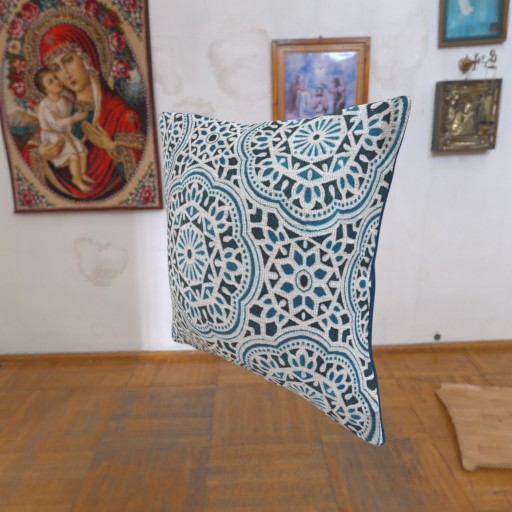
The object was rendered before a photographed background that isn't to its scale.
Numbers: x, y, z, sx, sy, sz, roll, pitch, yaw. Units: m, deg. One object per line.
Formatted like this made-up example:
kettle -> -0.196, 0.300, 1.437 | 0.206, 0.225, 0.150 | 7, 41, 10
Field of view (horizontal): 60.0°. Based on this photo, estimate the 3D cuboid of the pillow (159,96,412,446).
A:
pillow -> 0.000, 0.000, 0.647 | 0.440, 0.420, 0.145 | 14, 21, 41
